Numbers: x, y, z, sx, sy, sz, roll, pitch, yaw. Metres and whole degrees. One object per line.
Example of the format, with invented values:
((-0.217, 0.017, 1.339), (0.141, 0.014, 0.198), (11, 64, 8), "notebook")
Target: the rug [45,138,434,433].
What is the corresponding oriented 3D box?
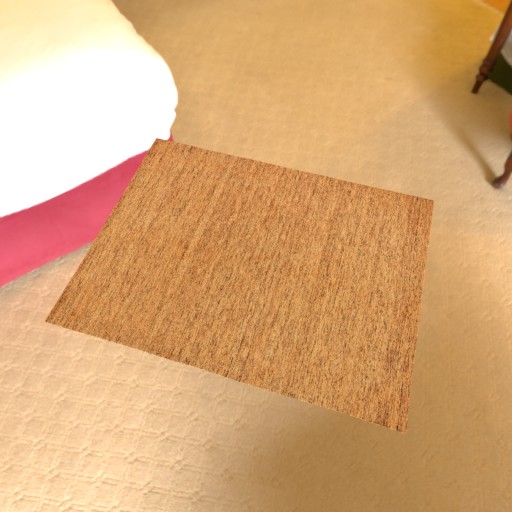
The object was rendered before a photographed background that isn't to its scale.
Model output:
((0.000, 0.000, 4.328), (3.200, 0.012, 2.438), (15, 59, 9), "rug")
